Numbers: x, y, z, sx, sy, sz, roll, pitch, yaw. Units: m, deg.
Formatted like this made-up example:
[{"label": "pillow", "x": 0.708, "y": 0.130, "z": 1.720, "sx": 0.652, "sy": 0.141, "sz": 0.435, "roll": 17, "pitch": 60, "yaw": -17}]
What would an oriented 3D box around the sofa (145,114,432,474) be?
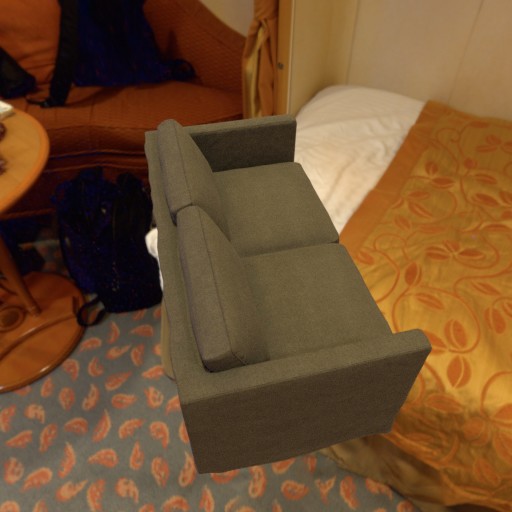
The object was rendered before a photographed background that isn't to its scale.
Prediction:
[{"label": "sofa", "x": 0.000, "y": 0.000, "z": 2.346, "sx": 0.974, "sy": 0.854, "sz": 1.802, "roll": -10, "pitch": 47, "yaw": -9}]
